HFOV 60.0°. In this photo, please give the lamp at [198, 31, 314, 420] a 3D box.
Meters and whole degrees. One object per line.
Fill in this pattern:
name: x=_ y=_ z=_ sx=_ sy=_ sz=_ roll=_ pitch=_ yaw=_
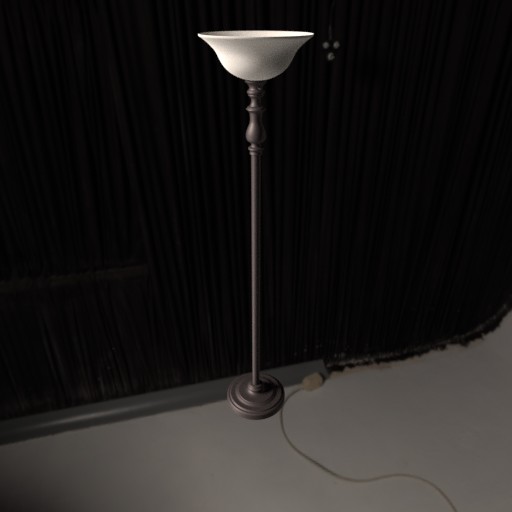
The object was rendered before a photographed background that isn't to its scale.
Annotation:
lamp: x=0.000 y=0.000 z=2.000 sx=0.405 sy=1.797 sz=0.405 roll=-8 pitch=30 yaw=-14
